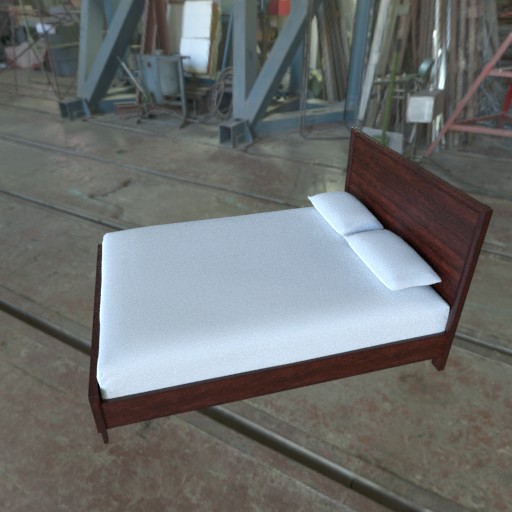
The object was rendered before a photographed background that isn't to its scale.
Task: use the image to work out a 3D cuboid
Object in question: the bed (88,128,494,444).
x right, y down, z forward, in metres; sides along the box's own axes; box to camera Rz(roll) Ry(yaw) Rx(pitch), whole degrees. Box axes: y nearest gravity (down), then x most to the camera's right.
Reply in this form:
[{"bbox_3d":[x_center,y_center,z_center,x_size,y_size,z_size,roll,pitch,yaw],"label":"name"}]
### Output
[{"bbox_3d":[0.000,0.000,3.872,2.803,1.492,2.040,-8,32,-13],"label":"bed"}]
